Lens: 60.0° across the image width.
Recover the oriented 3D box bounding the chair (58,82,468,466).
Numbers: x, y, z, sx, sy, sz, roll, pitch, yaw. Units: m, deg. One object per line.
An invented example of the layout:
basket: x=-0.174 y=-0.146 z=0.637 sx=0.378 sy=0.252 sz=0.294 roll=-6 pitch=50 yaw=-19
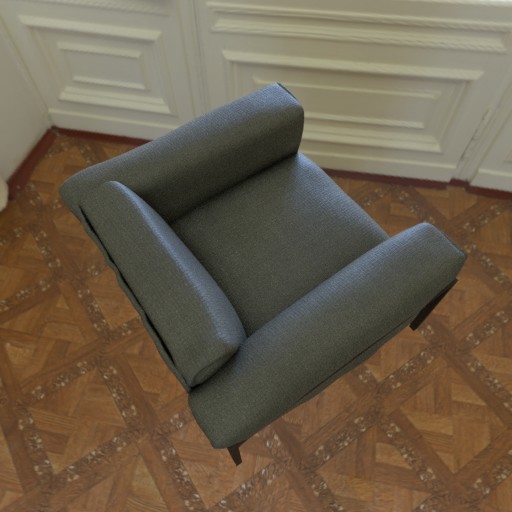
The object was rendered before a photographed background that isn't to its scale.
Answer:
chair: x=0.000 y=0.000 z=1.643 sx=0.969 sy=0.646 sz=1.056 roll=-31 pitch=64 yaw=-17
